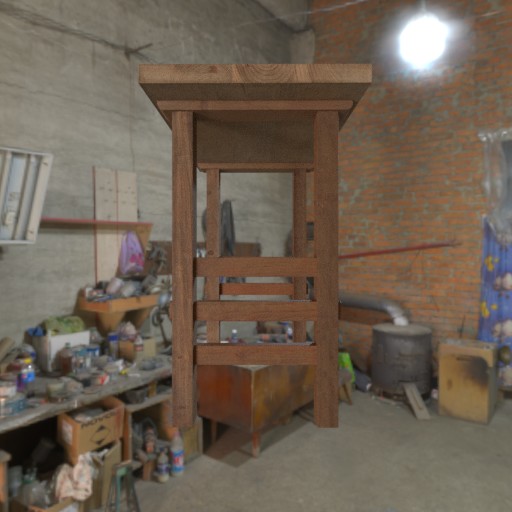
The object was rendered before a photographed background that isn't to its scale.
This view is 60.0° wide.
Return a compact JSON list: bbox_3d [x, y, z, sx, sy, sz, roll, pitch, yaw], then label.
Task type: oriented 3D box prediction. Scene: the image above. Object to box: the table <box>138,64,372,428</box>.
[{"bbox_3d":[0.000,0.000,1.612,0.556,0.914,1.119,0,0,0],"label":"table"}]
